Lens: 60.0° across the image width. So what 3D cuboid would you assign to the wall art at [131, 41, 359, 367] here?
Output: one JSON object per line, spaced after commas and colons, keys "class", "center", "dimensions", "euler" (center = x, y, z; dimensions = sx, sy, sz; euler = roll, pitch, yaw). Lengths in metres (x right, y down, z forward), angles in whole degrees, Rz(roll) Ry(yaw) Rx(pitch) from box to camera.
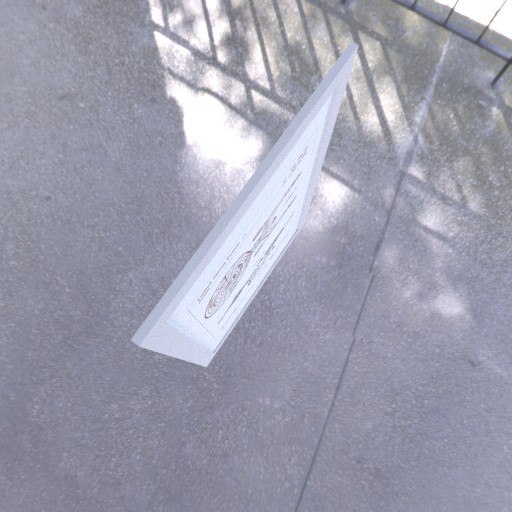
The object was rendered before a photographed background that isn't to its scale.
{"class": "wall art", "center": [0.000, 0.000, 0.829], "dimensions": [0.011, 0.659, 0.454], "euler": [33, 77, 9]}
